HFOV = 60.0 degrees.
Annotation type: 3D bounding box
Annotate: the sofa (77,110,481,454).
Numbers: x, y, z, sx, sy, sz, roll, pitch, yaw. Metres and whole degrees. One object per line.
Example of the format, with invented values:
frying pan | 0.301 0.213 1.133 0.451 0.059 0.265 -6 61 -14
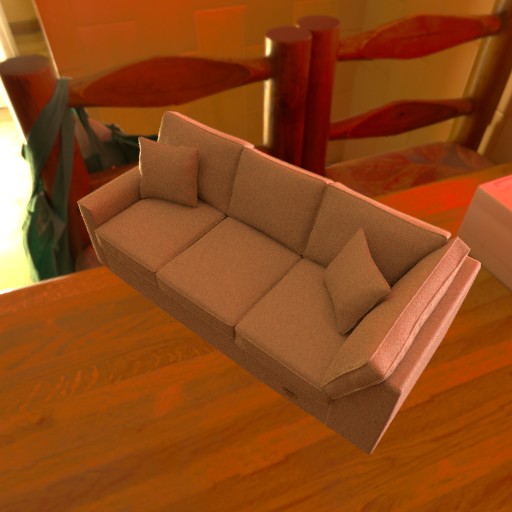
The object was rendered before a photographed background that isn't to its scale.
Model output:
sofa | 0.000 0.000 2.811 2.317 0.962 1.061 30 53 26
